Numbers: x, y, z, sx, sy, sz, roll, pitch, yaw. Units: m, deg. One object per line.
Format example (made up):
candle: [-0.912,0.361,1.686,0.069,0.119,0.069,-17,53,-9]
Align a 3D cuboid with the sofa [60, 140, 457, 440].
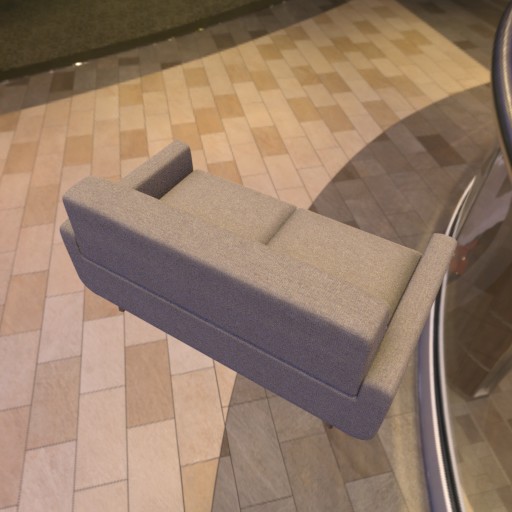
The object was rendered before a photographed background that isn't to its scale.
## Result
sofa: [0.000,0.000,2.149,1.631,0.841,0.909,24,51,21]
